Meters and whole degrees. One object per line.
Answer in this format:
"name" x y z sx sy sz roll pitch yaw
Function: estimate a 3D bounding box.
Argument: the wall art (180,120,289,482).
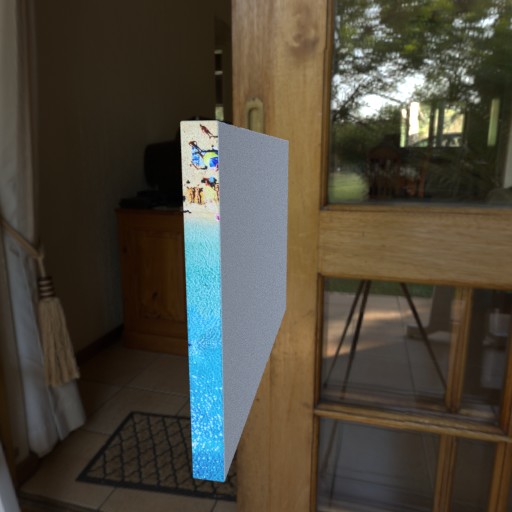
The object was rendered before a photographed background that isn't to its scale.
"wall art" 0.000 0.000 1.127 0.057 0.595 0.894 2 13 10
